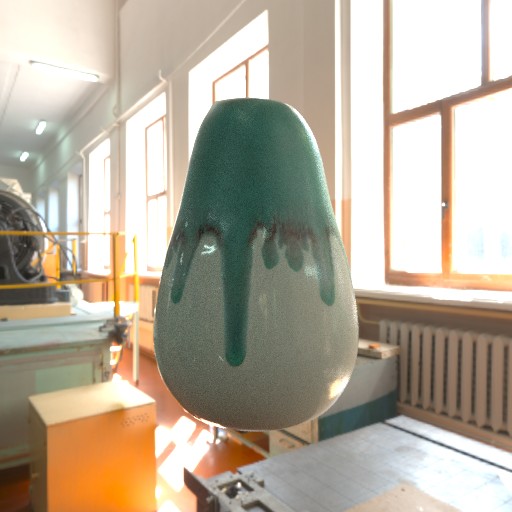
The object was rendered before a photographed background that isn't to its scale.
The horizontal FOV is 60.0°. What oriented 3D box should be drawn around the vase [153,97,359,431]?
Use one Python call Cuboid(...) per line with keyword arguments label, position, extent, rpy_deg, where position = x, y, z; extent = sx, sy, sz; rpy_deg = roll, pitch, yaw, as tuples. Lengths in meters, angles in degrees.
Cuboid(label="vase", position=(0.000, 0.000, 0.257), extent=(0.116, 0.179, 0.116), rpy_deg=(0, 0, 0))
